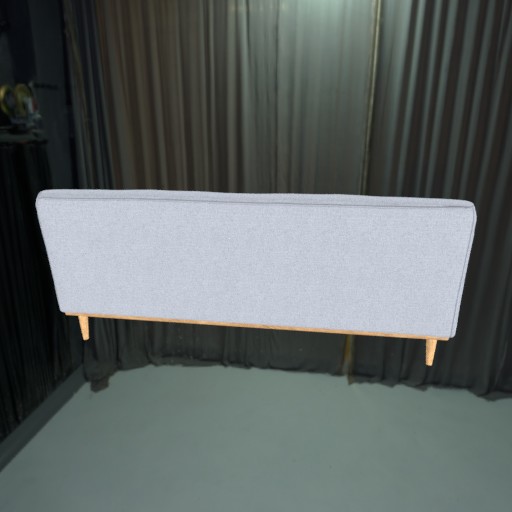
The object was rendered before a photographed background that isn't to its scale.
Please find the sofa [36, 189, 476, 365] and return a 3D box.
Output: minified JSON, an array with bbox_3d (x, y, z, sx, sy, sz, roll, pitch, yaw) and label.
[{"bbox_3d":[0.000,0.000,2.530,2.057,0.871,0.978,3,18,8],"label":"sofa"}]
